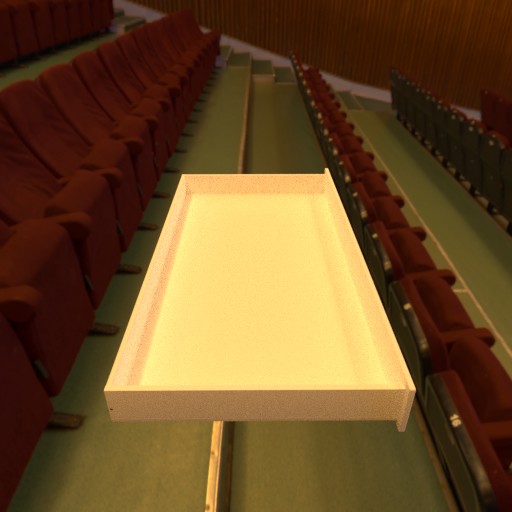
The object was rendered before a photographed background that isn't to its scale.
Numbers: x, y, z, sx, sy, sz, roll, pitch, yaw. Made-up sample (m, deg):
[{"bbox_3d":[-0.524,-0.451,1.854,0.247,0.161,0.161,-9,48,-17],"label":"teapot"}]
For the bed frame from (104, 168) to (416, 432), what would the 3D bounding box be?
[{"bbox_3d":[0.000,0.000,1.523,0.670,0.141,1.300,0,32,0],"label":"bed frame"}]
